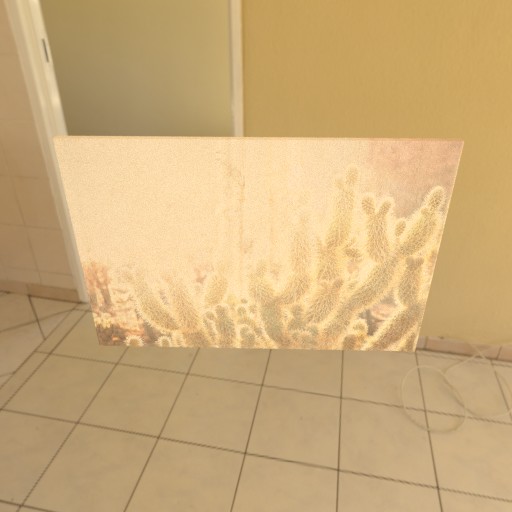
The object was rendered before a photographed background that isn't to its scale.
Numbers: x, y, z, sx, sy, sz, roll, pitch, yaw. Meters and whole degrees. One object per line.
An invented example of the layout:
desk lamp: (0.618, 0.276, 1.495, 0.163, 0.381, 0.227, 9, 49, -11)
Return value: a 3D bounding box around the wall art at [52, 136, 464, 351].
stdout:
wall art: (0.000, 0.000, 1.906, 1.525, 1.012, 0.038, 1, 30, 1)
